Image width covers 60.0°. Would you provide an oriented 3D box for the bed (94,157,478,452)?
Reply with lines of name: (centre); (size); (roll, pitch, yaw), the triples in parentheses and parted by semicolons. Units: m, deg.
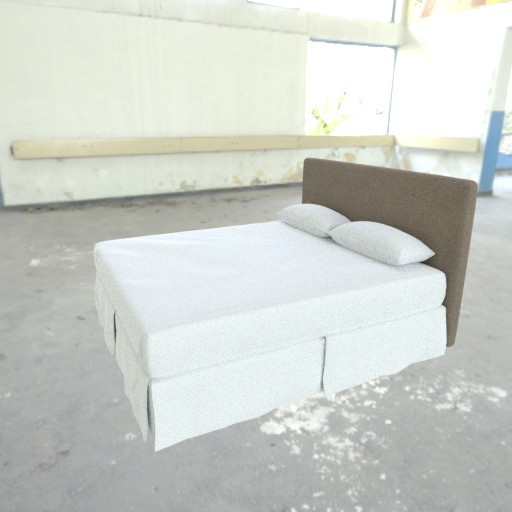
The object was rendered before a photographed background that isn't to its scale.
bed: (0.000, 0.000, 3.524); (2.341, 1.317, 2.119); (-8, 19, -25)
